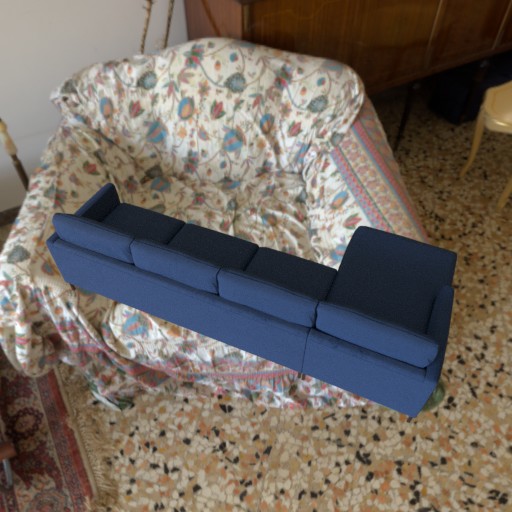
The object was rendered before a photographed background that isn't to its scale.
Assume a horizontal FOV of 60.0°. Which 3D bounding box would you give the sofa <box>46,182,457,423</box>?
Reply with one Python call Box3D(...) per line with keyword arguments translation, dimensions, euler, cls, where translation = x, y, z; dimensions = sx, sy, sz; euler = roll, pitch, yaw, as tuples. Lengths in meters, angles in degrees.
Box3D(translation=(0.000, 0.000, 2.915), dimensions=(2.450, 0.679, 1.128), euler=(18, 50, 16), cls="sofa")
